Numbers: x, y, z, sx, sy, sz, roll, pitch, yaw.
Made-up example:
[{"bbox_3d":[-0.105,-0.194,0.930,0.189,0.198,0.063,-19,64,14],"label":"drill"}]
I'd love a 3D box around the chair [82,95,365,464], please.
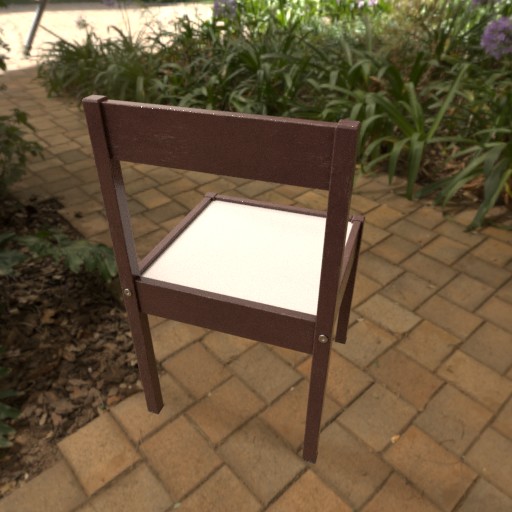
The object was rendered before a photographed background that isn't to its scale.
[{"bbox_3d":[0.000,0.000,0.668,0.285,0.505,0.285,11,35,16],"label":"chair"}]
